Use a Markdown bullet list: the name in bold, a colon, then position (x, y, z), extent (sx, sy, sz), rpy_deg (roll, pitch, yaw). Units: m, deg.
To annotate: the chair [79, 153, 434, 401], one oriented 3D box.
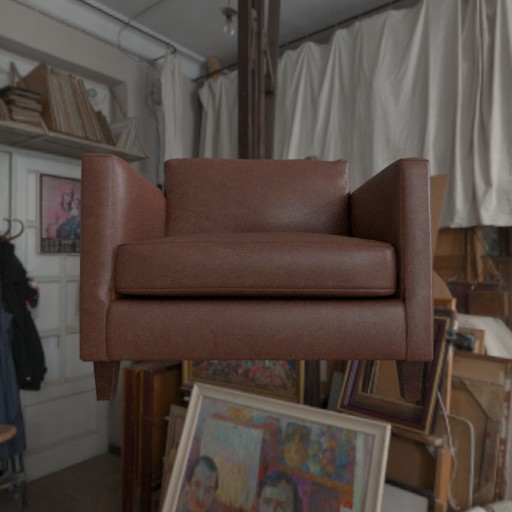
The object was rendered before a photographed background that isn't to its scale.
- **chair**: position (0.000, 0.000, 1.786), extent (1.107, 0.917, 0.959), rpy_deg (0, -1, 0)
